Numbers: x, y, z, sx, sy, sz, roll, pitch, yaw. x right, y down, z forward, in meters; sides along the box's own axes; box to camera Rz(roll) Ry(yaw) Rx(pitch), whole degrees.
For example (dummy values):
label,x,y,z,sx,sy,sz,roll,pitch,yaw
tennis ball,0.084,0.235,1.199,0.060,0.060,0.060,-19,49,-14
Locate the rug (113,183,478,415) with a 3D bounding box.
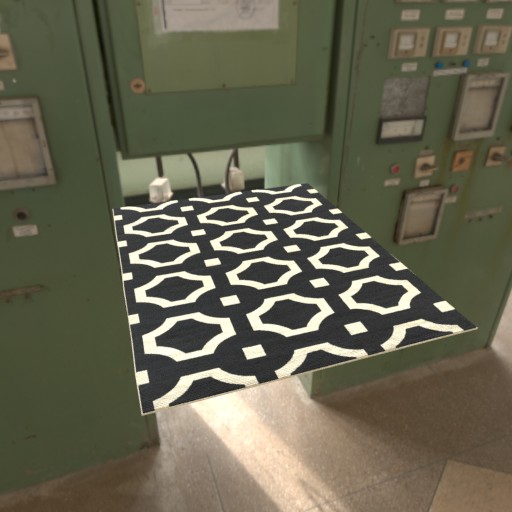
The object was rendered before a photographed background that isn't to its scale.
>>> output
label,x,y,z,sx,sy,sz,roll,pitch,yaw
rug,0.000,0.000,4.201,2.466,0.021,3.049,-10,32,-16
